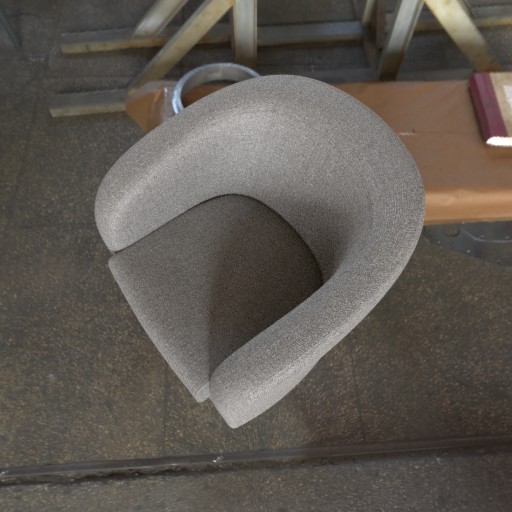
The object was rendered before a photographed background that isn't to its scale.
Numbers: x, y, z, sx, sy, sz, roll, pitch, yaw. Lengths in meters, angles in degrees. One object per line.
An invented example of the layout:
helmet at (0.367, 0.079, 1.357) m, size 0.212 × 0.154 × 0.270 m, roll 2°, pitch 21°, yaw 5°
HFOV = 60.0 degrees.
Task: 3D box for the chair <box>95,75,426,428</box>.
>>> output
chair at (0.000, 0.000, 1.411) m, size 0.815 × 0.771 × 0.791 m, roll -34°, pitch 67°, yaw -16°
